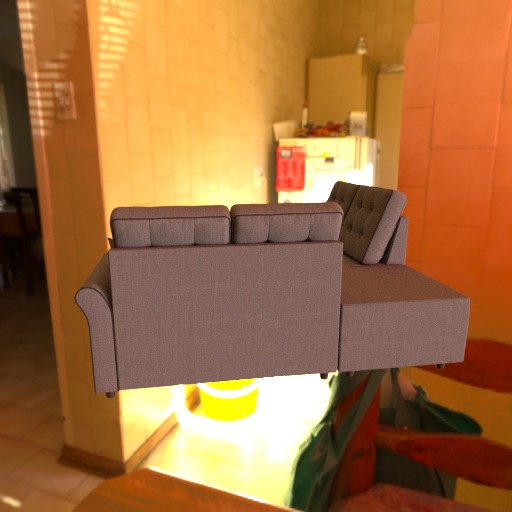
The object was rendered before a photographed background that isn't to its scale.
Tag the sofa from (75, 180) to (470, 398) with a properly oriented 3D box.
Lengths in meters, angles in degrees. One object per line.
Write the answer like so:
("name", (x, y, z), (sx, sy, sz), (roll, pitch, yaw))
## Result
("sofa", (0.000, 0.000, 3.255), (2.070, 0.988, 2.068), (-2, 14, -9))
